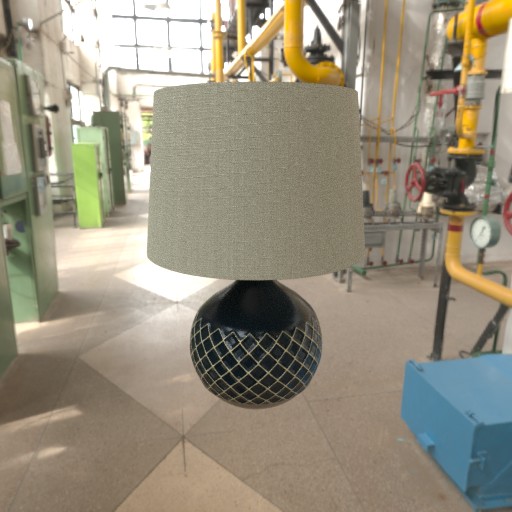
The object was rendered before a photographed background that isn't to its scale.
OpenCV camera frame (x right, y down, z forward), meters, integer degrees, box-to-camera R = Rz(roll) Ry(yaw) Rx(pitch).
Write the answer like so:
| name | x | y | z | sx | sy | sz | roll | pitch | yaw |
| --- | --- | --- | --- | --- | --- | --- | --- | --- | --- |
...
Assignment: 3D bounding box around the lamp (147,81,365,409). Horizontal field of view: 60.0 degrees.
| name | x | y | z | sx | sy | sz | roll | pitch | yaw |
| --- | --- | --- | --- | --- | --- | --- | --- | --- | --- |
| lamp | 0.000 | 0.000 | 0.786 | 0.376 | 0.540 | 0.376 | 0 | 14 | 0 |
